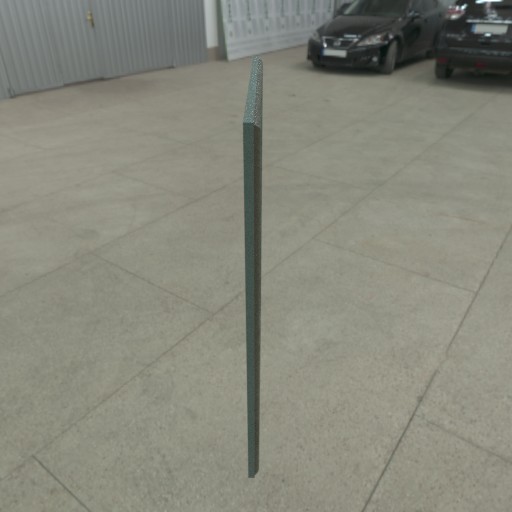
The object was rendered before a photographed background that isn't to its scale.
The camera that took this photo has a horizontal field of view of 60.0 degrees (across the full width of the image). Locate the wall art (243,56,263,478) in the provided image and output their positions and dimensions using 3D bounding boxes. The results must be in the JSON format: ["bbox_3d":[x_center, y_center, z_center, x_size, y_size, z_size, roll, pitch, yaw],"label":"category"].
[{"bbox_3d":[0.000,0.000,1.305,0.030,0.983,0.767,1,32,1],"label":"wall art"}]
